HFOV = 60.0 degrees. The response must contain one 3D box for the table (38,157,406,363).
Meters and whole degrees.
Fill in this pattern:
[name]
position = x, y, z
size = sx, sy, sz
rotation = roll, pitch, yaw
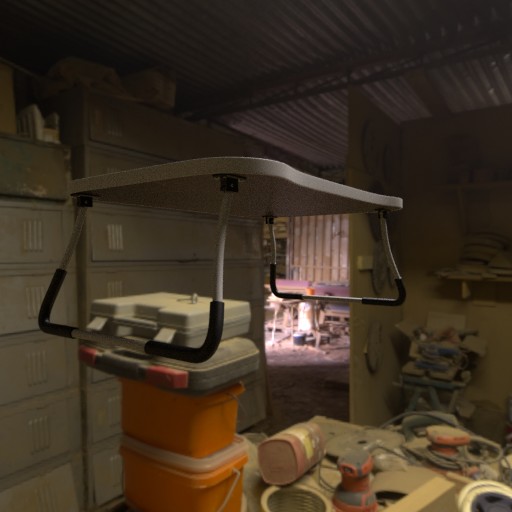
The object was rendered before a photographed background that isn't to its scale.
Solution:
[table]
position = 0.000, 0.000, 0.837
size = 0.400, 0.232, 0.660
rotation = 0, 0, 36
